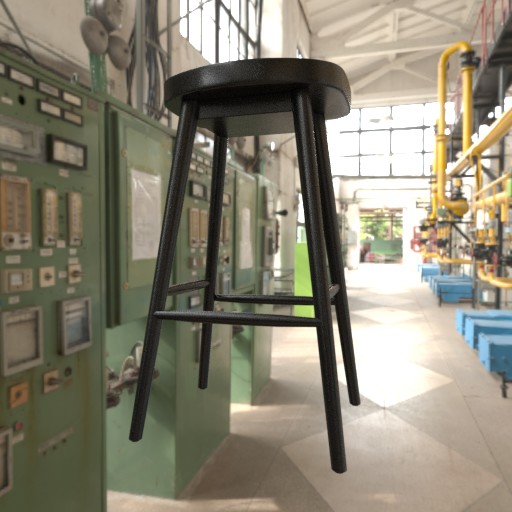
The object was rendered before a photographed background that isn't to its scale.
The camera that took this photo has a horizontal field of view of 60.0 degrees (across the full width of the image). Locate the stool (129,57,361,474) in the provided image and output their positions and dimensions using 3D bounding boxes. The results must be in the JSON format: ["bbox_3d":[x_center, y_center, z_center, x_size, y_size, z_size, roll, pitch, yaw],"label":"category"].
[{"bbox_3d":[0.000,0.000,0.994,0.440,0.749,0.361,1,2,17],"label":"stool"}]
